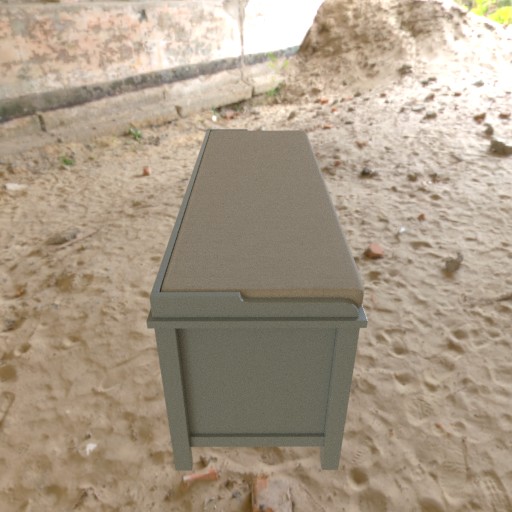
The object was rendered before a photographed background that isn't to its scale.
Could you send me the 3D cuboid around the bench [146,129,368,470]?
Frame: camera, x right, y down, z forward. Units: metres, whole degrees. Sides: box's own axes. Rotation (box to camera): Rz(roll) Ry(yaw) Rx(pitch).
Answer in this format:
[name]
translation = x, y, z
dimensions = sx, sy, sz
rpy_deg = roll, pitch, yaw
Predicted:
[bench]
translation = 0.000, 0.000, 1.389
dimensions = 0.398, 0.501, 1.140
rpy_deg = 0, 31, 0
